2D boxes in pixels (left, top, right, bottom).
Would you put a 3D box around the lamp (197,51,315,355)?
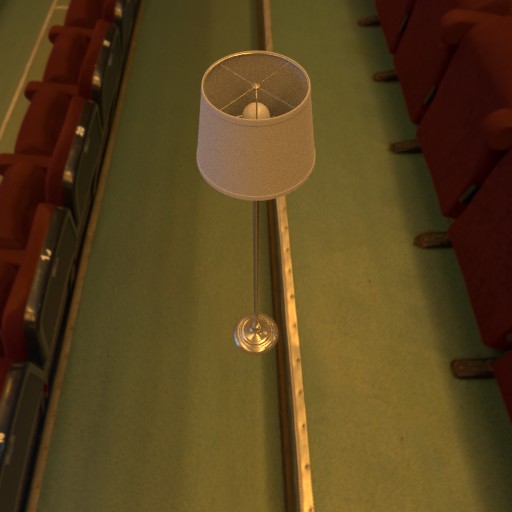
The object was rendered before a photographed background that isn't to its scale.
[{"bbox_3d":[0.000,0.000,1.666,0.327,1.506,0.327,-2,58,-1],"label":"lamp"}]
